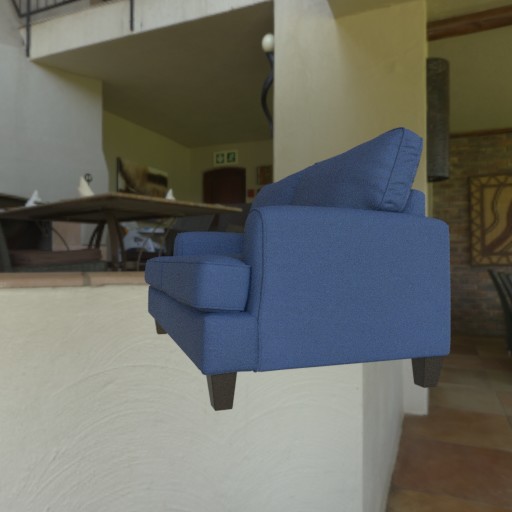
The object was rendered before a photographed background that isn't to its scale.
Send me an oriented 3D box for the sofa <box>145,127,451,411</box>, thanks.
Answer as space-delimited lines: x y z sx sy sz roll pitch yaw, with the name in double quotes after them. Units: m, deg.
0.000 0.000 2.212 0.965 0.965 1.651 0 0 -19 "sofa"
